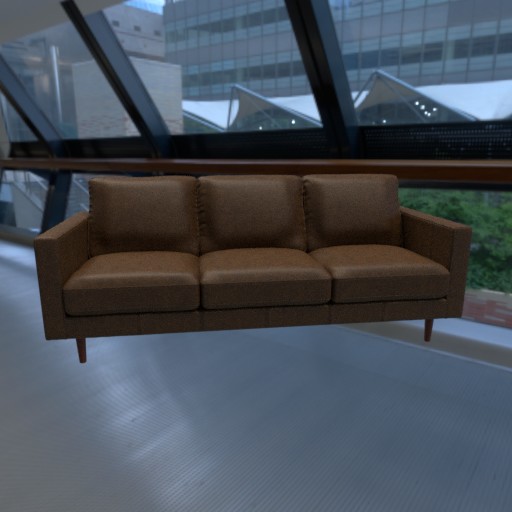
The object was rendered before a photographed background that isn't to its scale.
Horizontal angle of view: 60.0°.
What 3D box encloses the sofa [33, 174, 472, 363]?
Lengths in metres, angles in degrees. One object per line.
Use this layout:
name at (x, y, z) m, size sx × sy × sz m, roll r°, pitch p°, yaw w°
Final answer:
sofa at (0.000, 0.000, 2.674) m, size 2.231 × 0.930 × 0.903 m, roll -2°, pitch 14°, yaw -8°
